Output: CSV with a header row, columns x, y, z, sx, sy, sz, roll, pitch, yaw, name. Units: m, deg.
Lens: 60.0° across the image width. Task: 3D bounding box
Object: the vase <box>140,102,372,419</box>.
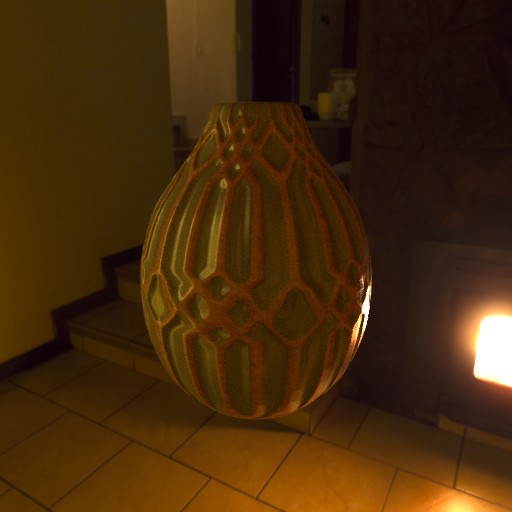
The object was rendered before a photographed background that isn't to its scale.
x,y,z,sx,sy,sz,roll,pitch,yaw,name
0.000,0.000,0.135,0.069,0.088,0.069,0,17,0,vase
